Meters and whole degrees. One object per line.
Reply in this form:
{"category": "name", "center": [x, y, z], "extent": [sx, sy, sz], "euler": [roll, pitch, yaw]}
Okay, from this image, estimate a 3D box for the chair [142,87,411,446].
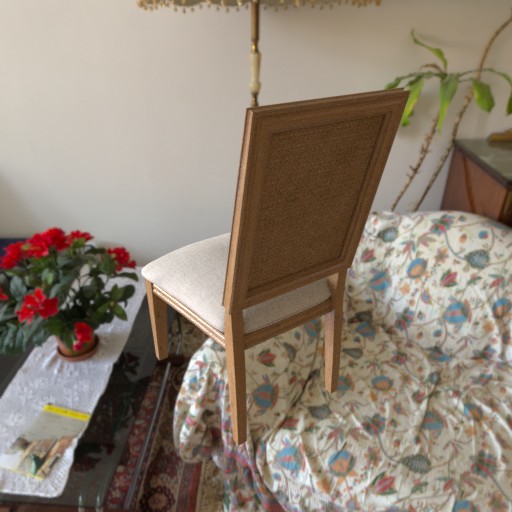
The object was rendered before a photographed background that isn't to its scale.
{"category": "chair", "center": [0.000, 0.000, 1.325], "extent": [0.536, 0.988, 0.601], "euler": [-18, 34, -29]}
